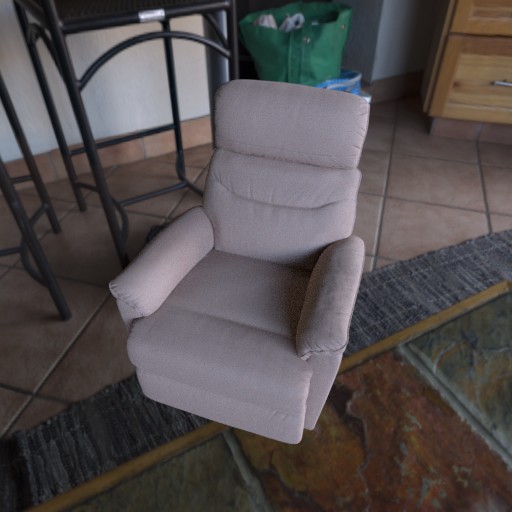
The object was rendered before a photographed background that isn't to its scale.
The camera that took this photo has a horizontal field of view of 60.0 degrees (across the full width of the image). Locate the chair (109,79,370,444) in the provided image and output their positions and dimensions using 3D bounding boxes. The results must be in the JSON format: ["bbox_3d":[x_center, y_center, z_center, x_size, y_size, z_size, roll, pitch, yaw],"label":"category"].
[{"bbox_3d":[0.000,0.000,1.722,0.820,1.037,1.004,12,42,14],"label":"chair"}]
